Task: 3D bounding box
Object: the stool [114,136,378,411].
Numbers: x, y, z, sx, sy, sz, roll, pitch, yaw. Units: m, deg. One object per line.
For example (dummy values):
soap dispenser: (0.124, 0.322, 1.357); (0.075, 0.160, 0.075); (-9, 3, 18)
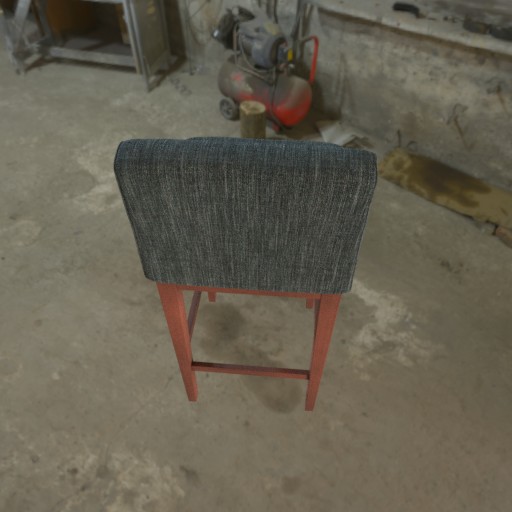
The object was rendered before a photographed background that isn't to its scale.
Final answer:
stool: (0.000, 0.000, 1.081); (0.395, 0.835, 0.459); (4, 46, 3)
